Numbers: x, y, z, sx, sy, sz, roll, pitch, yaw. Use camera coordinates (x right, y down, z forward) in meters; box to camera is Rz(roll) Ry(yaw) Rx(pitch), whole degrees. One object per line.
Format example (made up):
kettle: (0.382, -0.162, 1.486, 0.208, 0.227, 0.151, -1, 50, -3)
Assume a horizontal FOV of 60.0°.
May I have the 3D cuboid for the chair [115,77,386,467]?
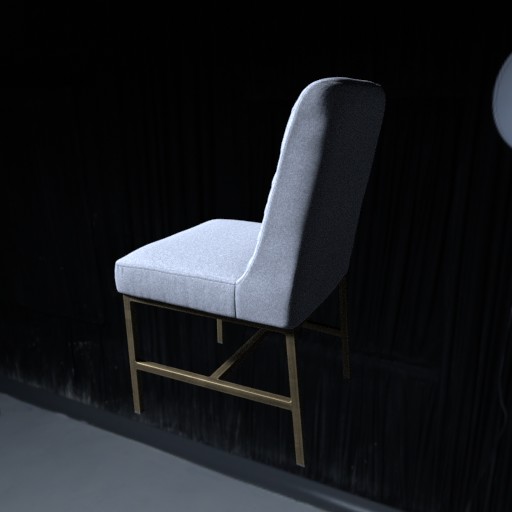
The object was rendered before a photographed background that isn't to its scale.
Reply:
chair: (0.000, 0.000, 1.229, 0.587, 0.889, 0.508, 9, 20, 25)
